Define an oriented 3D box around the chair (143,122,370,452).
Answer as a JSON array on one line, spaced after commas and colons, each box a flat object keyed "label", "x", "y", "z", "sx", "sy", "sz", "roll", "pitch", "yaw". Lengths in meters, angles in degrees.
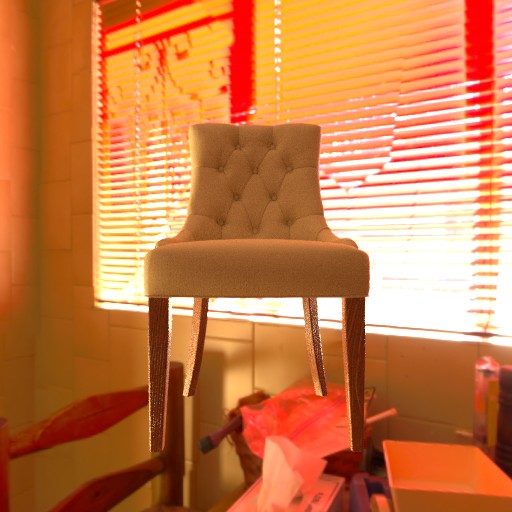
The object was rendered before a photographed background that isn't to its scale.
[{"label": "chair", "x": 0.000, "y": 0.000, "z": 1.228, "sx": 0.509, "sy": 0.874, "sz": 0.565, "roll": 0, "pitch": 0, "yaw": -1}]
